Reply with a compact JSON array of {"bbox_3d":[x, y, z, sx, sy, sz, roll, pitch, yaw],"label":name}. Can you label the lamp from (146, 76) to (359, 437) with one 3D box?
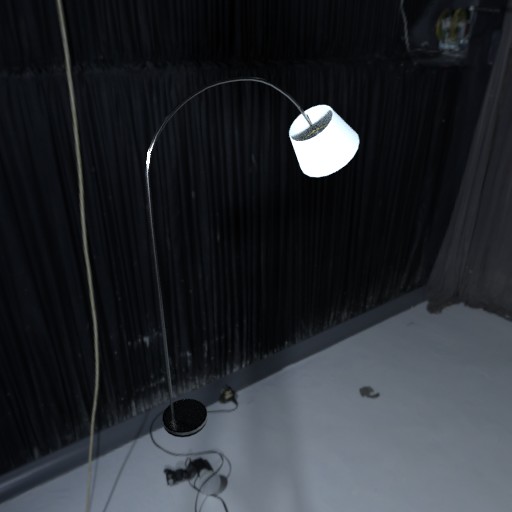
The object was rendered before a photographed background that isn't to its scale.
[{"bbox_3d":[0.000,0.000,2.776,1.445,2.098,0.406,-18,32,-31],"label":"lamp"}]
